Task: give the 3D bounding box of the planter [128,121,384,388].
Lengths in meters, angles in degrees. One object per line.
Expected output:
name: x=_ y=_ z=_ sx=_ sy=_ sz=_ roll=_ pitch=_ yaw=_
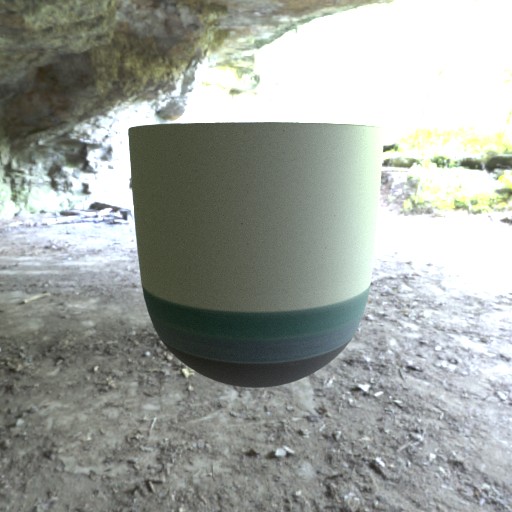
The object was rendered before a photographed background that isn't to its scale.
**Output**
planter: x=0.000 y=0.000 z=0.390 sx=0.204 sy=0.214 sz=0.204 roll=0 pitch=13 yaw=0
